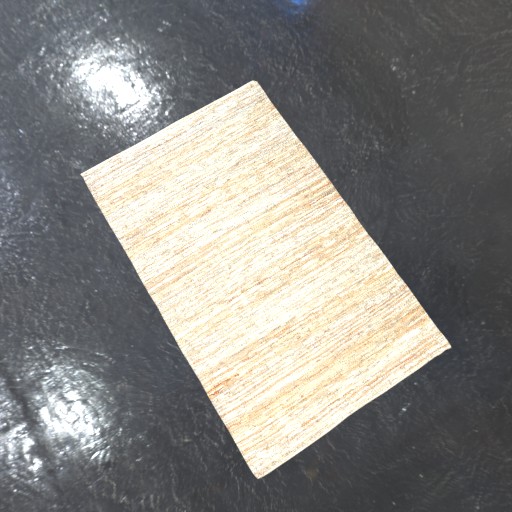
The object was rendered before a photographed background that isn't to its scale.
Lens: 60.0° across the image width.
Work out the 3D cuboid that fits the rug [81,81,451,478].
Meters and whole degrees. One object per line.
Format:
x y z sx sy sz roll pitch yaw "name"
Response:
0.000 0.000 3.103 1.529 0.009 2.446 -31 77 -8 "rug"
